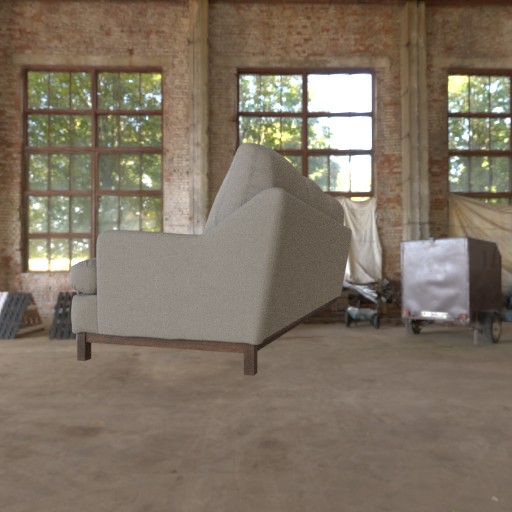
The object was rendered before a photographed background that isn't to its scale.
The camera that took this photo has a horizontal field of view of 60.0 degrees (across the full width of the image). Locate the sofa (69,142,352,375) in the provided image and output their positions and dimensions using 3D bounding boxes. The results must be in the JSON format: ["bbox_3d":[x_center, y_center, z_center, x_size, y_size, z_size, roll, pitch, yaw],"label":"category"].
[{"bbox_3d":[0.000,0.000,2.881,0.987,0.926,2.344,0,0,18],"label":"sofa"}]
